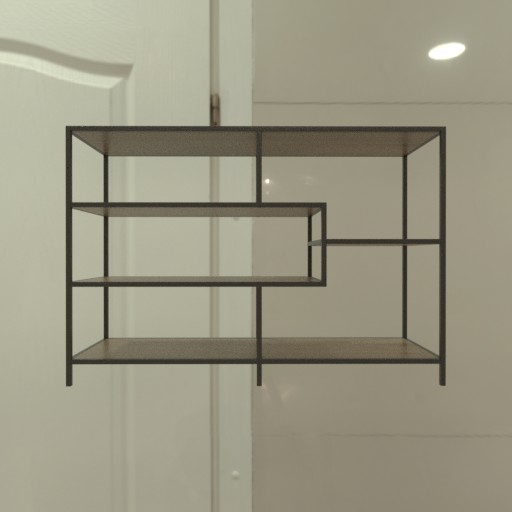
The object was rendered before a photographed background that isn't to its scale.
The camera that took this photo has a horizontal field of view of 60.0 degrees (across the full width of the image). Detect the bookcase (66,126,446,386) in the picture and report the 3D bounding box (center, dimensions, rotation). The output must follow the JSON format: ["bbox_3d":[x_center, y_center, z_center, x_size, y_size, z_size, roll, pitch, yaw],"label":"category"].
[{"bbox_3d":[0.000,0.000,1.502,1.140,0.780,0.350,0,0,0],"label":"bookcase"}]
